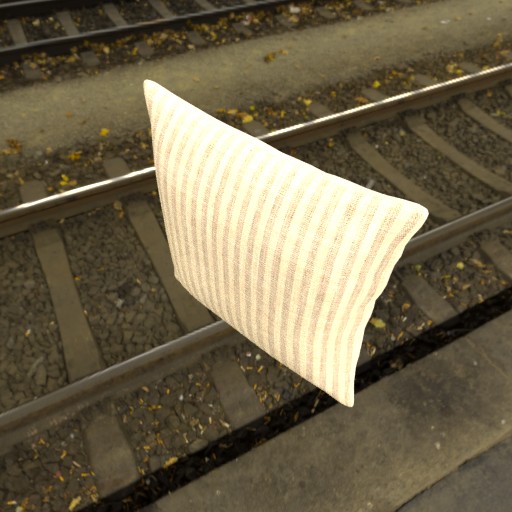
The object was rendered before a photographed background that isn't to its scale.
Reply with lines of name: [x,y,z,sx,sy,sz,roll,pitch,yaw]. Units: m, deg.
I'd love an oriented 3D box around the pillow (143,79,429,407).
pillow: [0.000,0.000,0.815,0.523,0.510,0.166,32,55,27]
